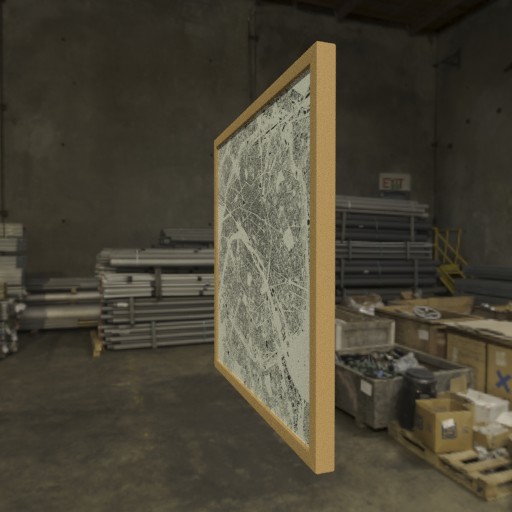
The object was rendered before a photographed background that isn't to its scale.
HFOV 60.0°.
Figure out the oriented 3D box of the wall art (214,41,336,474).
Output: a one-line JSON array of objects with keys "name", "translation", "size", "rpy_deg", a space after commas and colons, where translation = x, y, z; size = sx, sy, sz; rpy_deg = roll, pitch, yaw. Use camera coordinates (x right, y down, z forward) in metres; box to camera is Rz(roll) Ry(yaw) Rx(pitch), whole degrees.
[{"name": "wall art", "translation": [0.000, 0.000, 1.143], "size": [0.037, 0.761, 0.761], "rpy_deg": [0, 1, -19]}]
